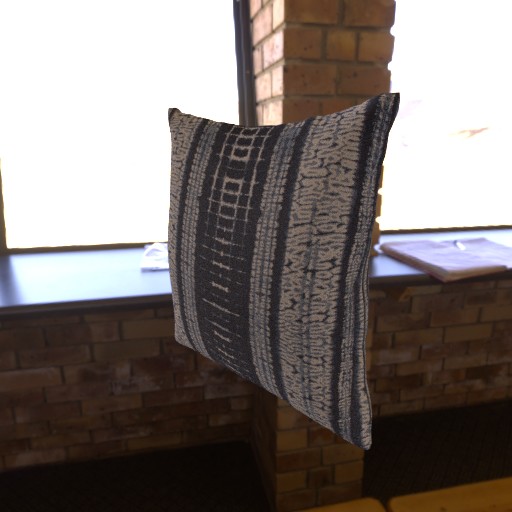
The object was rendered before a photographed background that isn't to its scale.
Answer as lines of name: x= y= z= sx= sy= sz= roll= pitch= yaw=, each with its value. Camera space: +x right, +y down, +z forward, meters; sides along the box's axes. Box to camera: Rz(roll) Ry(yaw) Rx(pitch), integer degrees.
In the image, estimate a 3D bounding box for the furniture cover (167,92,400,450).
furniture cover: x=0.000 y=0.000 z=0.657 sx=0.133 sy=0.435 sz=0.425 roll=-14 pitch=21 yaw=-42
